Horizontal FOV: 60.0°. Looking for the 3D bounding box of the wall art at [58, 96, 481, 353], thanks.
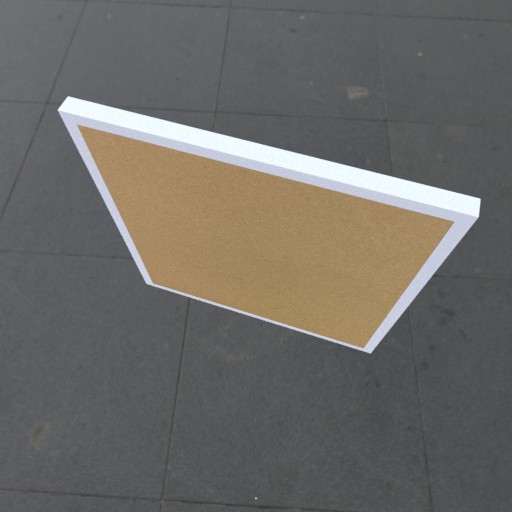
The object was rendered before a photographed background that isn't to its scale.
[{"bbox_3d":[0.000,0.000,1.109,0.763,0.761,0.038,16,63,9],"label":"wall art"}]
